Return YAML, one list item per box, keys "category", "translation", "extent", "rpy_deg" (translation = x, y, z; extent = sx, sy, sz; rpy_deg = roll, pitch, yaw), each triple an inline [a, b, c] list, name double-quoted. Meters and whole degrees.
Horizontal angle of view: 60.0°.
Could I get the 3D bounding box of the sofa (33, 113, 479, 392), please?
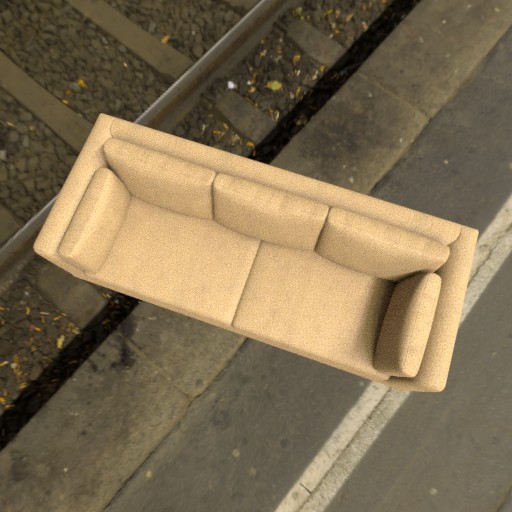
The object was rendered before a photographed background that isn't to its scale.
- category: "sofa"
  translation: [0.000, 0.000, 2.855]
  extent: [2.415, 0.867, 0.969]
  rpy_deg: [18, 75, 5]
